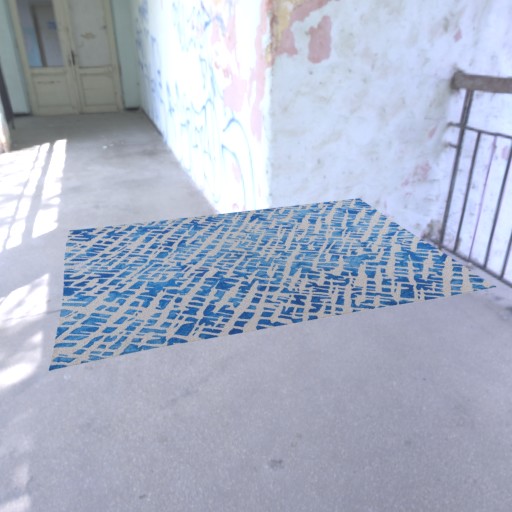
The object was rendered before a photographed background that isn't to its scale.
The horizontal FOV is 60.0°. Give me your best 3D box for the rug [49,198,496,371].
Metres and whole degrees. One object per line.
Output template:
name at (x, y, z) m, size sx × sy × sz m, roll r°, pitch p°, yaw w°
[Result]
rug at (0.000, 0.000, 2.214) m, size 1.830 × 0.011 × 1.209 m, roll -8°, pitch 28°, yaw -15°
